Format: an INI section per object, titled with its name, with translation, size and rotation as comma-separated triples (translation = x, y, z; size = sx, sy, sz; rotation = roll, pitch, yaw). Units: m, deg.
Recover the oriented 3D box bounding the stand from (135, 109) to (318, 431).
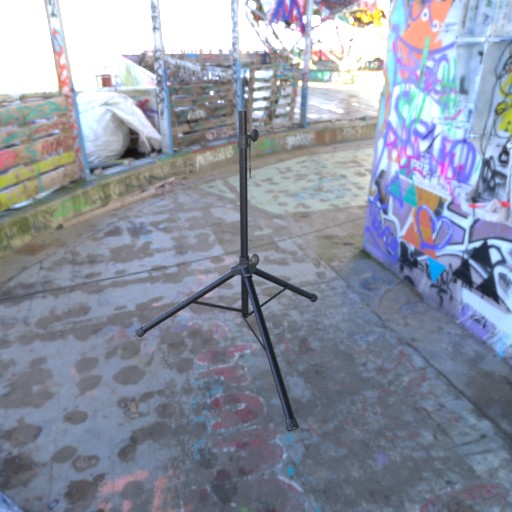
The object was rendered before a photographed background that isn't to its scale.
[stand]
translation = 0.000, 0.000, 1.862
size = 1.045, 1.136, 0.907
rotation = -8, 27, -17
